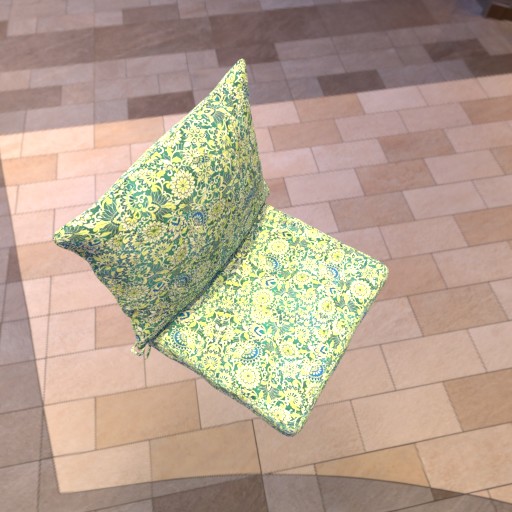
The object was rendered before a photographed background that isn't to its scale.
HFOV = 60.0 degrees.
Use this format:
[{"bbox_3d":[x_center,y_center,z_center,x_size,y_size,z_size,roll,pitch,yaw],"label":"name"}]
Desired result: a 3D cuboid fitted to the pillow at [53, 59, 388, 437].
[{"bbox_3d":[0.000,0.000,1.367,0.740,0.722,0.798,29,63,17],"label":"pillow"}]
